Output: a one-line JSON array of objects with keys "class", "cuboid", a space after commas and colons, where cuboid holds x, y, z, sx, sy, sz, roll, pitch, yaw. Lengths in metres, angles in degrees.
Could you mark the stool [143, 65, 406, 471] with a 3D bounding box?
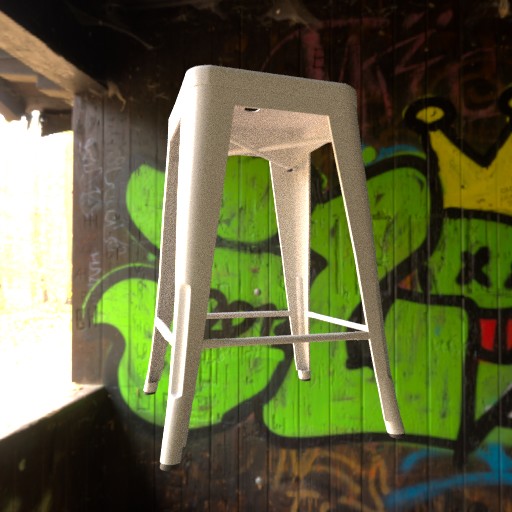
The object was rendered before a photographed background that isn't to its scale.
[{"class": "stool", "cuboid": [0.000, 0.000, 0.876, 0.406, 0.610, 0.406, 0, -1, -18]}]
